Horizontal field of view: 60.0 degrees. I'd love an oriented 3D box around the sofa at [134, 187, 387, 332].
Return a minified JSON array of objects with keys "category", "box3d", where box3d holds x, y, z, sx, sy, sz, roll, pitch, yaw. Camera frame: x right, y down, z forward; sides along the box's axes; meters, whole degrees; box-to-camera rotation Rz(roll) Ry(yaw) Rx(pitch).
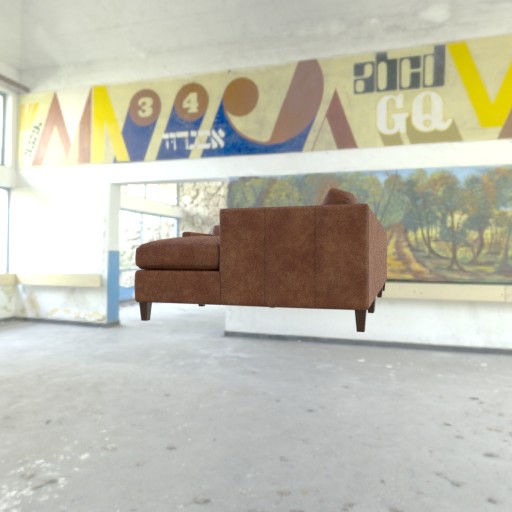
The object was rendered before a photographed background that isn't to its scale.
[{"category":"sofa","box3d":[0.000,0.000,4.491,2.452,0.888,3.324,0,0,18]}]
